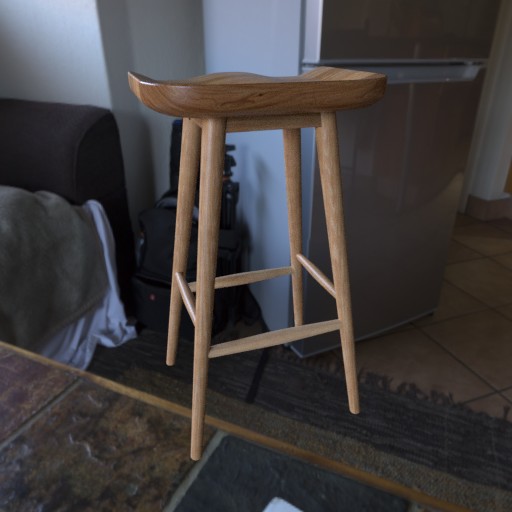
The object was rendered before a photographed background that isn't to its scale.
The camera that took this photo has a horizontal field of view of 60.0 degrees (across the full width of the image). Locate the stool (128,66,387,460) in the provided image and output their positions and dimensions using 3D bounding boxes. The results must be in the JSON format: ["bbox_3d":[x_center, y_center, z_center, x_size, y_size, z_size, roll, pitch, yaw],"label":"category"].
[{"bbox_3d":[0.000,0.000,0.915,0.407,0.698,0.322,-9,28,-17],"label":"stool"}]
